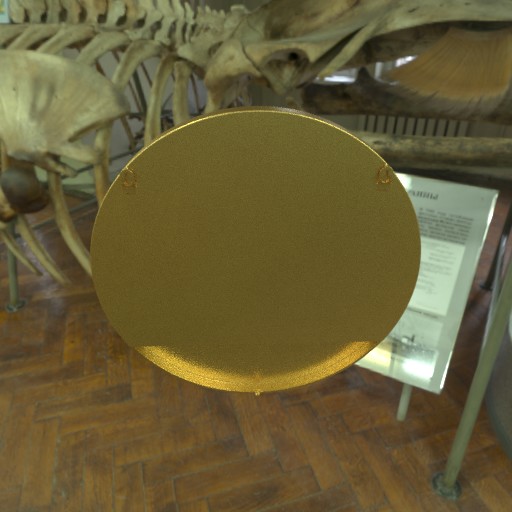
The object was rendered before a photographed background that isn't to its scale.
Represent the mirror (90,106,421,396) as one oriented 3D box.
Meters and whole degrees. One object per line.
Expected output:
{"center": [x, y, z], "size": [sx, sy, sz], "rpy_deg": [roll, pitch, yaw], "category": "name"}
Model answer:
{"center": [0.000, 0.000, 0.676], "size": [0.457, 0.457, 0.133], "rpy_deg": [-1, 30, -2], "category": "mirror"}
